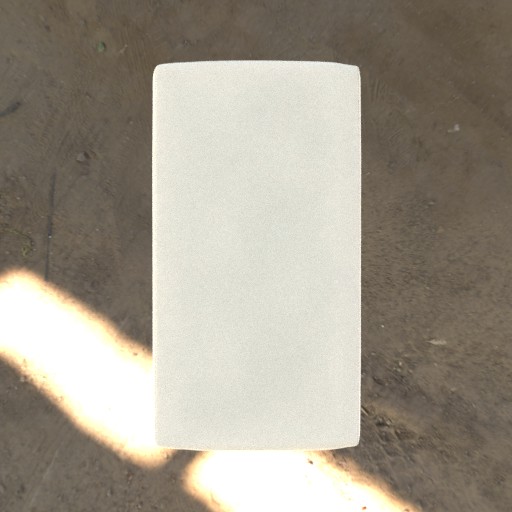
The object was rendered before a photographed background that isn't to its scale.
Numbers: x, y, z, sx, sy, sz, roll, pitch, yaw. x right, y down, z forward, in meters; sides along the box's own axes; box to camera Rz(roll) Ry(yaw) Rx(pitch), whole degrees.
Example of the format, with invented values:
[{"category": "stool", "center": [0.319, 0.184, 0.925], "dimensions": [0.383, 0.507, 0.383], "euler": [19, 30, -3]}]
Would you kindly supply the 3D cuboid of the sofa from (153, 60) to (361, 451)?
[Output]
[{"category": "sofa", "center": [0.000, 0.000, 2.110], "dimensions": [0.939, 0.552, 1.677], "euler": [0, 90, 0]}]
